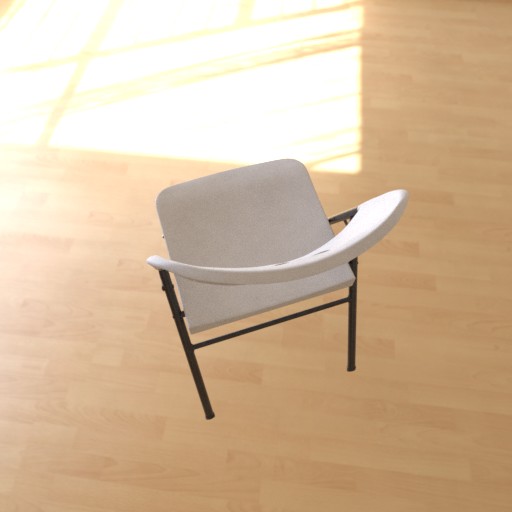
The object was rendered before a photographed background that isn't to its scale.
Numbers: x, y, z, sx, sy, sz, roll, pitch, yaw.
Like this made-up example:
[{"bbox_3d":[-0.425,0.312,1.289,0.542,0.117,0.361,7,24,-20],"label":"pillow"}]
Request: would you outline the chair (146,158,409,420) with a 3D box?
[{"bbox_3d":[0.000,0.000,1.150,0.494,0.810,0.566,-16,60,-9],"label":"chair"}]
